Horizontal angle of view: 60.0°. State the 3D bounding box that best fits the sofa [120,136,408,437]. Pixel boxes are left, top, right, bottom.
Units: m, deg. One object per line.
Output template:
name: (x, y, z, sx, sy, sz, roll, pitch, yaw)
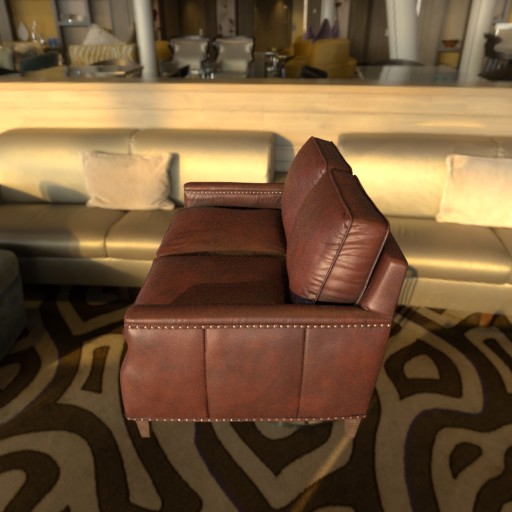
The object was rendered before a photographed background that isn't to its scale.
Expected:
sofa: (0.000, 0.000, 2.348, 1.083, 1.003, 1.628, 0, 27, 0)
